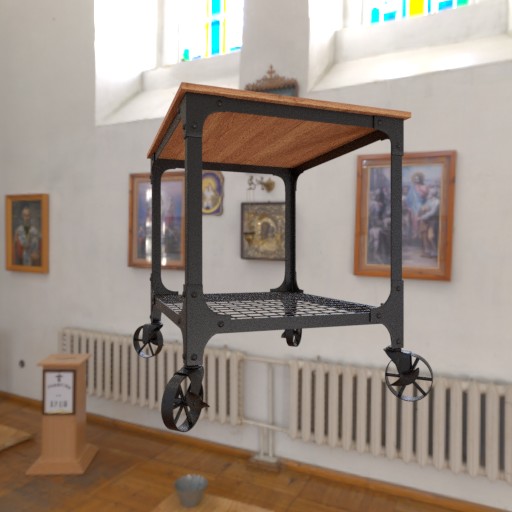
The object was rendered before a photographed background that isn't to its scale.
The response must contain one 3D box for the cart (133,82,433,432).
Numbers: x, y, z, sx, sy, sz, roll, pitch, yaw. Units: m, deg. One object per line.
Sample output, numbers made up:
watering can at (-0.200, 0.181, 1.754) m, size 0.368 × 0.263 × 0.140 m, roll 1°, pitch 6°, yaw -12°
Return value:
cart at (0.000, 0.000, 1.124) m, size 0.558 × 0.603 × 0.666 m, roll 0°, pitch 0°, yaw -20°
